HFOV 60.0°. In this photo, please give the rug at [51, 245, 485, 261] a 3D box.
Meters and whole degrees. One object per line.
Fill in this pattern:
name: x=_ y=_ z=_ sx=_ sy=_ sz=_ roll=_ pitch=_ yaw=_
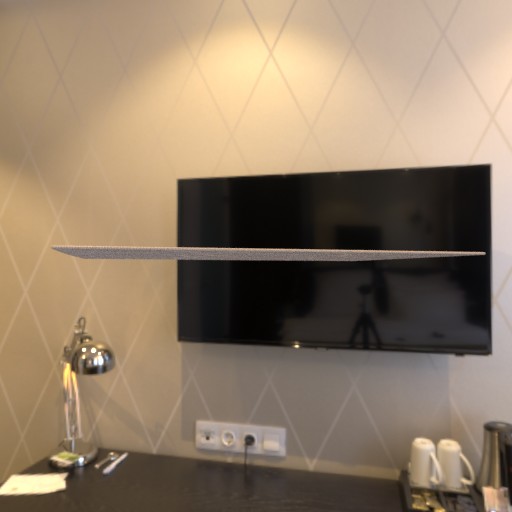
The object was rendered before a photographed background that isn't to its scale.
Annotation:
rug: x=0.000 y=0.000 z=2.927 sx=2.290 sy=0.014 sz=1.526 roll=1 pitch=-2 yaw=-17
